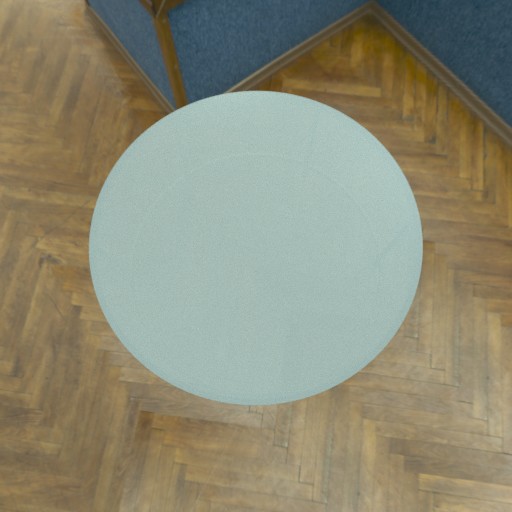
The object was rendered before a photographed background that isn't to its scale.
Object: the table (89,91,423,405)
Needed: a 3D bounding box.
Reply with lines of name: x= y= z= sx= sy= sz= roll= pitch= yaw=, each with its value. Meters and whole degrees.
table: x=0.000 y=0.000 z=1.442 sx=0.914 sy=0.470 sz=0.914 roll=0 pitch=73 yaw=0
